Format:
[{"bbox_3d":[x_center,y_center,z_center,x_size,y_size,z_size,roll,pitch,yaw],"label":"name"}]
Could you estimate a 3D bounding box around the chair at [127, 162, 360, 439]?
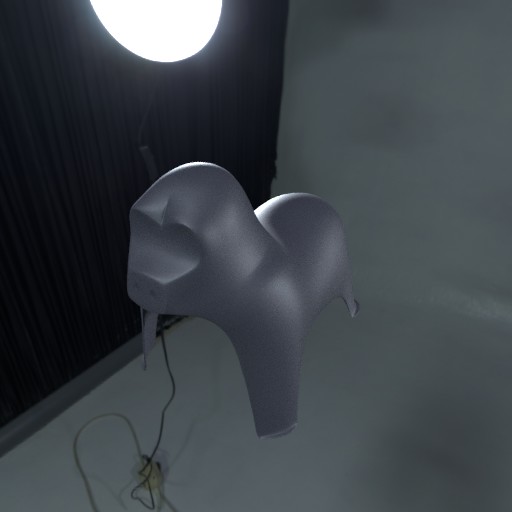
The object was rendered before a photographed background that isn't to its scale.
[{"bbox_3d":[0.000,0.000,1.159,0.490,0.600,0.758,19,35,29],"label":"chair"}]
